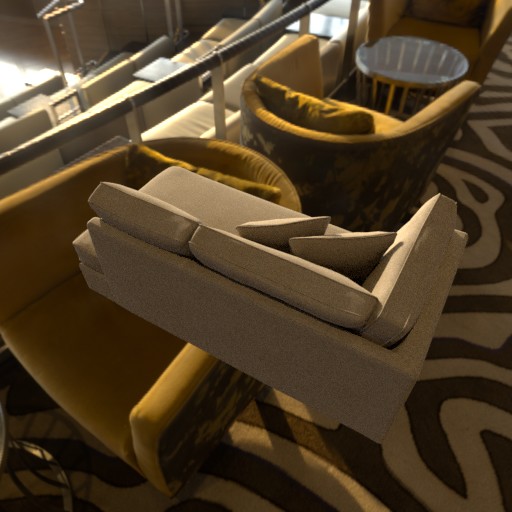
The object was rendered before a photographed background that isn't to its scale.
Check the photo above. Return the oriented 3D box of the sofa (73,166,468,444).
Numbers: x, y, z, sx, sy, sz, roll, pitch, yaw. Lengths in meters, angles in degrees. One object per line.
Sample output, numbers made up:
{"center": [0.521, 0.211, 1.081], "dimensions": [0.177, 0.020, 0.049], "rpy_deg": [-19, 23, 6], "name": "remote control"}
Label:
{"center": [0.000, 0.000, 2.836], "dimensions": [2.238, 1.019, 1.110], "rpy_deg": [23, 50, 20], "name": "sofa"}
